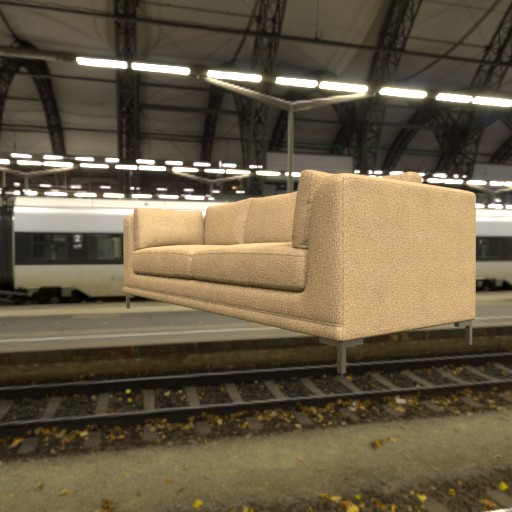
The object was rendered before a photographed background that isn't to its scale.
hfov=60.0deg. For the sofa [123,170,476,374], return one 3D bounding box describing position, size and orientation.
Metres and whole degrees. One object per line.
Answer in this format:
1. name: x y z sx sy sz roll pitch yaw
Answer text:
1. sofa: 0.000 0.000 2.898 0.969 0.867 2.415 0 1 -35
